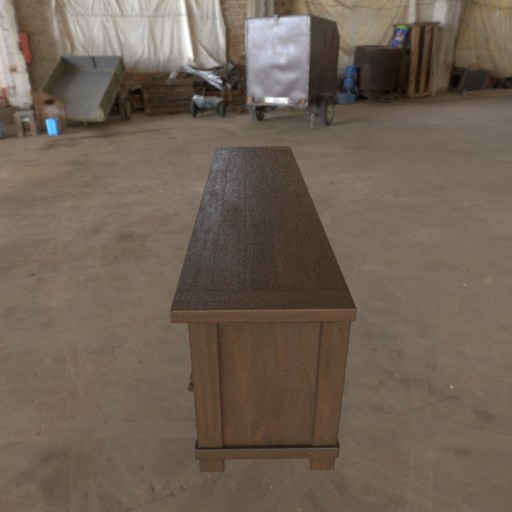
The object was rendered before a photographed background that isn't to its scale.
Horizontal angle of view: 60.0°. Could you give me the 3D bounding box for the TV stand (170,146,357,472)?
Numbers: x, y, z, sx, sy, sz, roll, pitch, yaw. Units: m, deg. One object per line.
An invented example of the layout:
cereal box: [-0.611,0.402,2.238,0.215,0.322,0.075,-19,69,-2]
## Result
TV stand: [0.000,0.000,2.058,0.471,0.615,1.866,0,26,-1]
